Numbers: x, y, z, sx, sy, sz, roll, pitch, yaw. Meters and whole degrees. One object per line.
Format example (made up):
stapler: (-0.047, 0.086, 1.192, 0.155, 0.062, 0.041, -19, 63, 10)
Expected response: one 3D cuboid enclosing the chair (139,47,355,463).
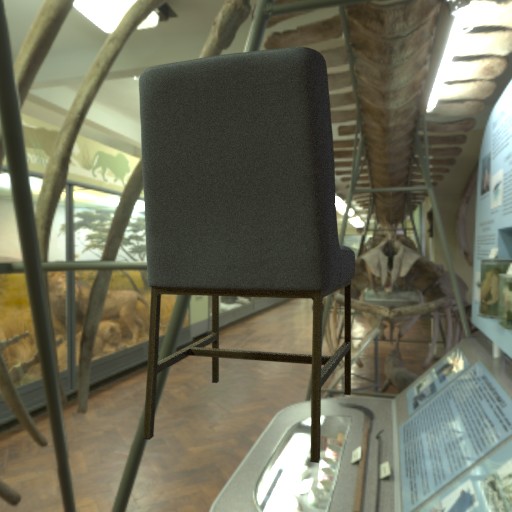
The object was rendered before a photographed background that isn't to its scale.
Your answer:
chair: (0.000, 0.000, 1.245, 0.508, 0.889, 0.587, 0, 0, 17)
